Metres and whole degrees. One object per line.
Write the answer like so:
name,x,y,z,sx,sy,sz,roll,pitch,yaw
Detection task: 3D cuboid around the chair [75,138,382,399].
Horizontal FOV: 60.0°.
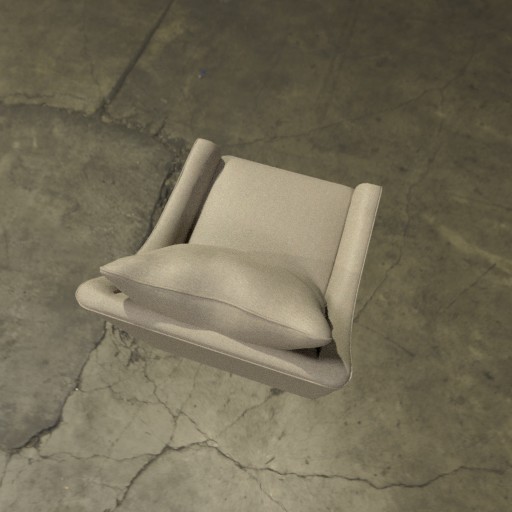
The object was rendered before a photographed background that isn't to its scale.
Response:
chair,0.000,0.000,1.604,0.760,0.942,0.876,16,66,8
